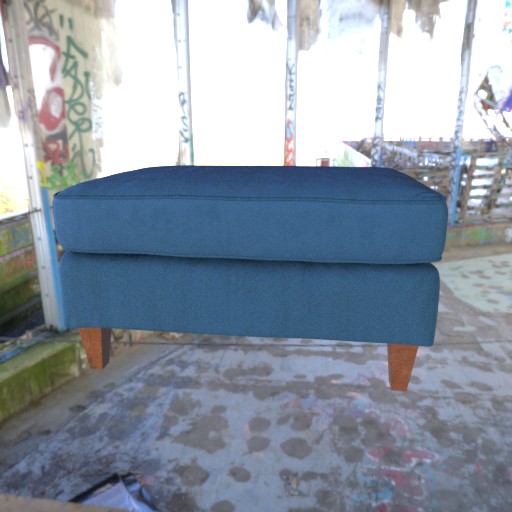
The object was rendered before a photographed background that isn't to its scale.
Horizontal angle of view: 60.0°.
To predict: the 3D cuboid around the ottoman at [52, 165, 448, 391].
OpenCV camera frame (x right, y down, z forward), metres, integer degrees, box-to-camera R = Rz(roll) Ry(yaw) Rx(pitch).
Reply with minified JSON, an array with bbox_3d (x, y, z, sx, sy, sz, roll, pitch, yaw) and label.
[{"bbox_3d":[0.000,0.000,1.231,0.862,0.484,0.583,2,16,7],"label":"ottoman"}]
